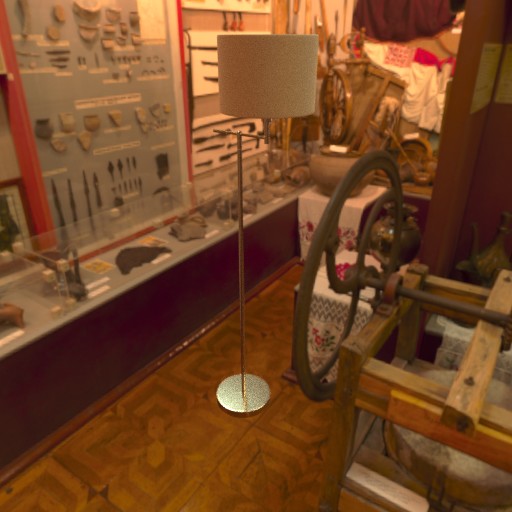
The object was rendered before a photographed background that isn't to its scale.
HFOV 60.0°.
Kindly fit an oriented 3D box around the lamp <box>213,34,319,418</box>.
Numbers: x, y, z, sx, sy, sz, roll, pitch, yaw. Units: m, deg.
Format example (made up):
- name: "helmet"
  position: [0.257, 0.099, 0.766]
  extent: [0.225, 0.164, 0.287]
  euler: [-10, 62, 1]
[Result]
- name: "lamp"
  position: [0.000, 0.000, 1.791]
  extent: [0.416, 1.600, 0.324]
  euler: [18, 31, 32]
